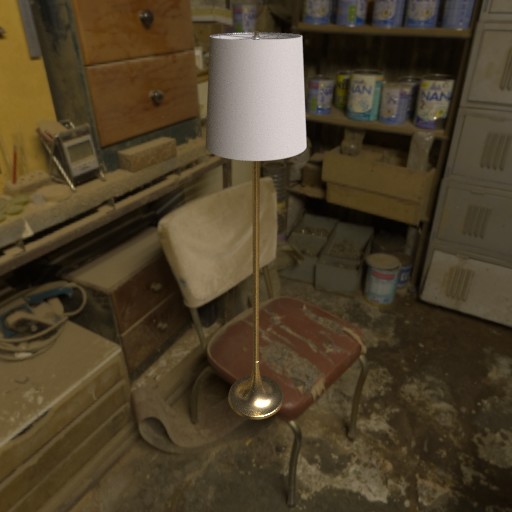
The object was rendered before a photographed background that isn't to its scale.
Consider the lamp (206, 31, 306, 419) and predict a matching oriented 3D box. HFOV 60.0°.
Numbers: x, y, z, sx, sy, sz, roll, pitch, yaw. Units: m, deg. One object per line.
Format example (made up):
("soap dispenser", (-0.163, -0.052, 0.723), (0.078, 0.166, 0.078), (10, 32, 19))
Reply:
("lamp", (0.000, 0.000, 1.705), (0.337, 1.543, 0.337), (0, 30, 0))
